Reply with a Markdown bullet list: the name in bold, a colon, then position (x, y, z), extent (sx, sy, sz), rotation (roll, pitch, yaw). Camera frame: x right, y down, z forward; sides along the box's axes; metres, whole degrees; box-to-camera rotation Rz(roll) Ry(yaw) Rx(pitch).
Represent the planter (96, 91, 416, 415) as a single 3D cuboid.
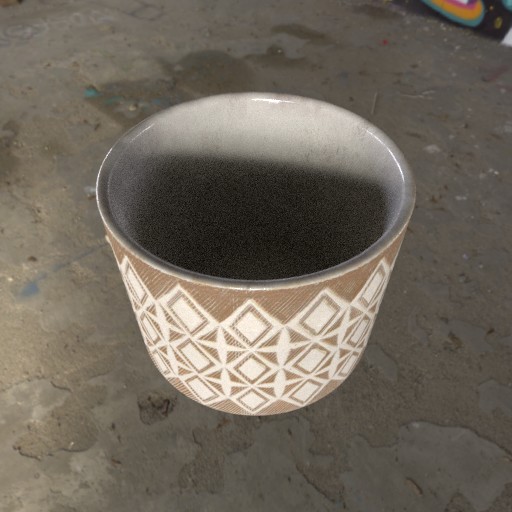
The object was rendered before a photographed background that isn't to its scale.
- **planter**: position (0.000, 0.000, 0.335), extent (0.193, 0.165, 0.193), rotation (0, 47, 0)
